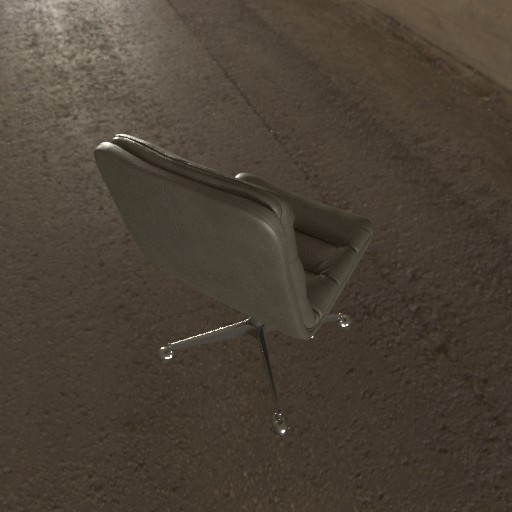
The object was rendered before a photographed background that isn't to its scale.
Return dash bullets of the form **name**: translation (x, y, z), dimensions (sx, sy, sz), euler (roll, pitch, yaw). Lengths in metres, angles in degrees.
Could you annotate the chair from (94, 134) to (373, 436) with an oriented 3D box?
- **chair**: translation (0.000, 0.000, 1.026), dimensions (0.422, 0.738, 0.485), euler (24, 51, 22)
